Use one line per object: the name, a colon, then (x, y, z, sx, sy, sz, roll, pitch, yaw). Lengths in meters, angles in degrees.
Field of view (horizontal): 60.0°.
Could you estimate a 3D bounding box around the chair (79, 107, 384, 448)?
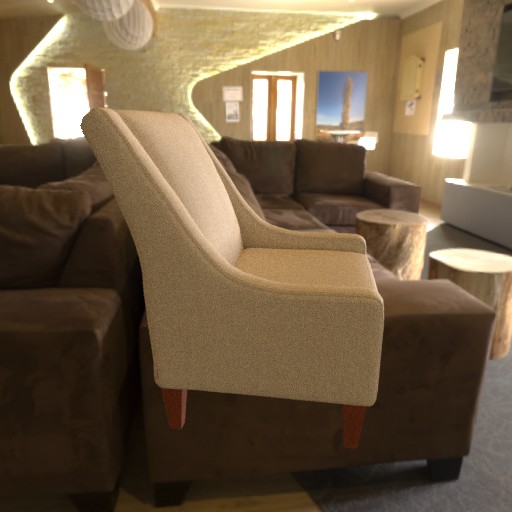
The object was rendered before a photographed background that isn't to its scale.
chair: (0.000, 0.000, 1.626, 0.870, 1.014, 0.774, 3, 17, 9)
